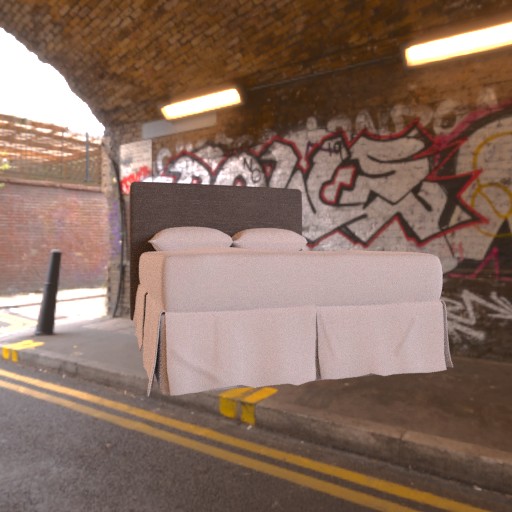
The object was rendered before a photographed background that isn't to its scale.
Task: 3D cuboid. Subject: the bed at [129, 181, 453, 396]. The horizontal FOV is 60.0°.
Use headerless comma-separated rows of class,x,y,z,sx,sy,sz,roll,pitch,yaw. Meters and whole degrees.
bed,0.000,0.000,3.254,1.723,1.330,2.142,0,0,-18
